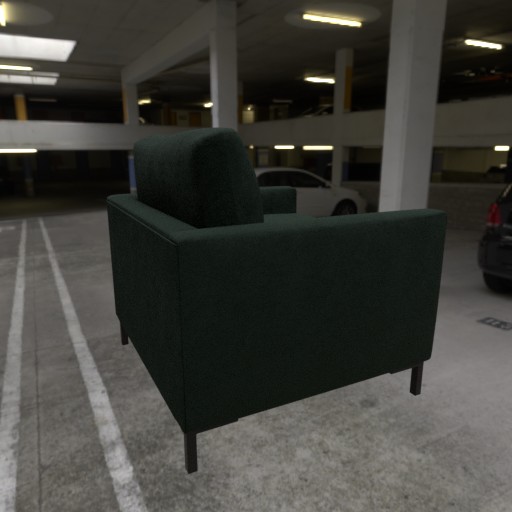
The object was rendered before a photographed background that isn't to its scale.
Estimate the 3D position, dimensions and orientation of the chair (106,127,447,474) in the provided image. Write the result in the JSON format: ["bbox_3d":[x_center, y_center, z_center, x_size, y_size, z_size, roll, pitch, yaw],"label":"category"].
[{"bbox_3d":[0.000,0.000,1.593,0.866,0.861,0.963,-7,16,-26],"label":"chair"}]
